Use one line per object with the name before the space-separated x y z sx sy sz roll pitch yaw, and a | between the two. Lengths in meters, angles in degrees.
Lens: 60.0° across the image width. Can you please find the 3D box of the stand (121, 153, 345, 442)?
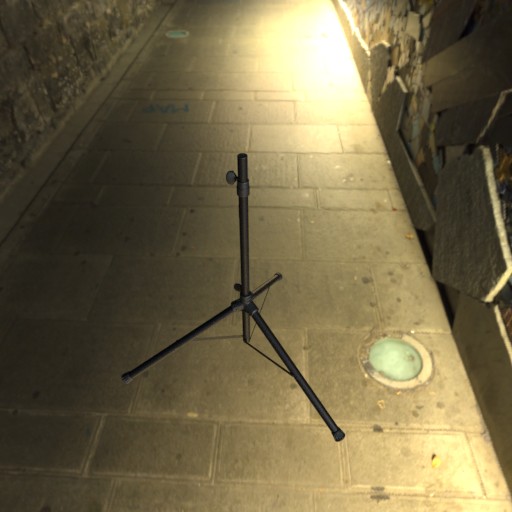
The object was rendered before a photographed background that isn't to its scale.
stand | 0.000 0.000 1.900 1.045 1.136 0.907 12 44 13
